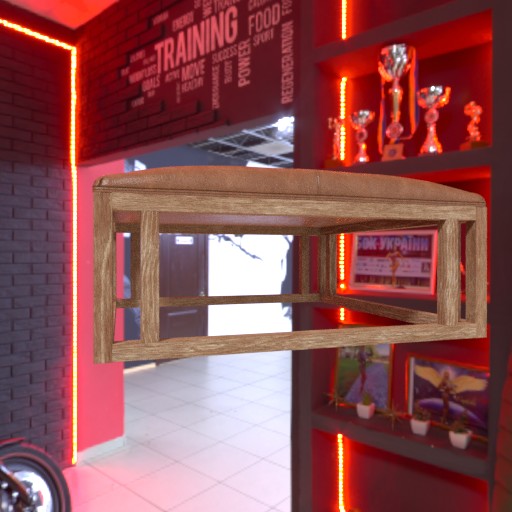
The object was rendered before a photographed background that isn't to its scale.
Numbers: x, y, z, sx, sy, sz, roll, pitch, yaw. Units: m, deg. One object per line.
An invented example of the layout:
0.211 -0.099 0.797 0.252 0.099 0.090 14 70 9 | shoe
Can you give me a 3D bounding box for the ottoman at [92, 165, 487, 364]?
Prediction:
0.000 0.000 1.540 1.013 0.442 1.016 0 0 -17 | ottoman
